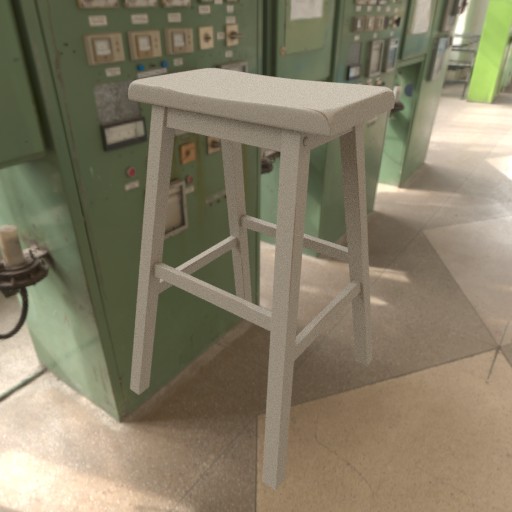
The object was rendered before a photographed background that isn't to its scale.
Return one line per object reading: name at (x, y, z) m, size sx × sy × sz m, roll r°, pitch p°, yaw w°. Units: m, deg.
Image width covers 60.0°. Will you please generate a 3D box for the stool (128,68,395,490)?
stool at (0.000, 0.000, 1.006) m, size 0.457 × 0.737 × 0.476 m, roll 21°, pitch 36°, yaw 31°
